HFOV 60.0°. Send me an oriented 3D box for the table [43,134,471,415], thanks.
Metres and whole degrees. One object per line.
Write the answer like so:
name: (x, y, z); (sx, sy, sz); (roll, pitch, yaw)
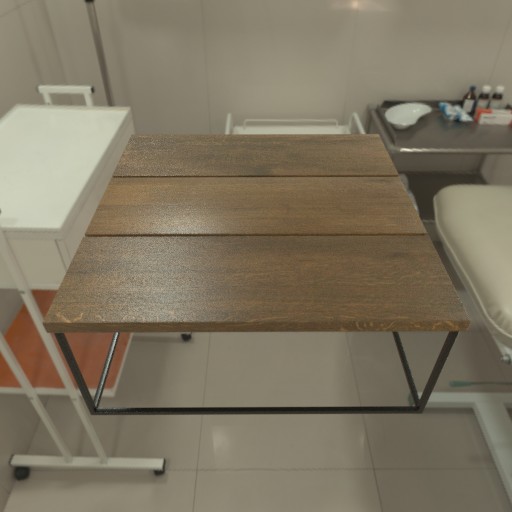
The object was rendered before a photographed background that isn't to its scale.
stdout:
table: (0.000, 0.000, 1.402); (0.900, 0.400, 0.900); (0, 40, 0)
